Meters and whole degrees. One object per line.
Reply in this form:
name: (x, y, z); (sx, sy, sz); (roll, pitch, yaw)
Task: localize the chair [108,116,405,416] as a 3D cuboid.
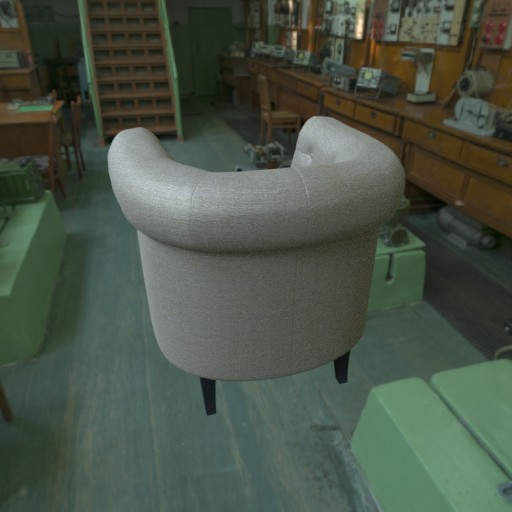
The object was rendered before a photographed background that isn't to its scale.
chair: (0.000, 0.000, 1.569); (0.905, 0.827, 0.852); (-8, 29, -15)
